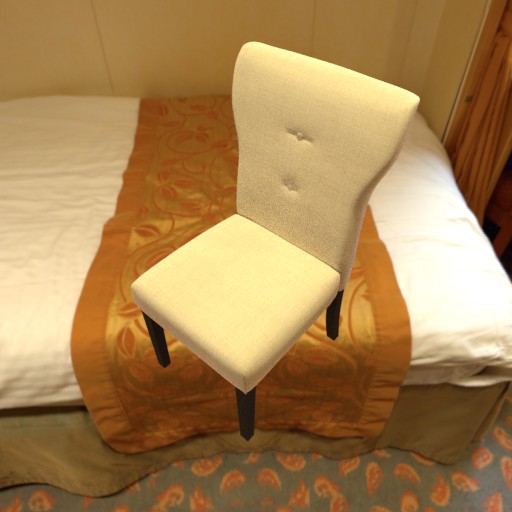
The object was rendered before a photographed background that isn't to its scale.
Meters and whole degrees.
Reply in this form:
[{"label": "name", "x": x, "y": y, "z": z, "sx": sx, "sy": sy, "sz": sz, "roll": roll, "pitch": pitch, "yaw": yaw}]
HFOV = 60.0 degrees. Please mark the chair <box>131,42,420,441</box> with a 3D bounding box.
[{"label": "chair", "x": 0.000, "y": 0.000, "z": 1.268, "sx": 0.509, "sy": 0.921, "sz": 0.597, "roll": 32, "pitch": 53, "yaw": 27}]
